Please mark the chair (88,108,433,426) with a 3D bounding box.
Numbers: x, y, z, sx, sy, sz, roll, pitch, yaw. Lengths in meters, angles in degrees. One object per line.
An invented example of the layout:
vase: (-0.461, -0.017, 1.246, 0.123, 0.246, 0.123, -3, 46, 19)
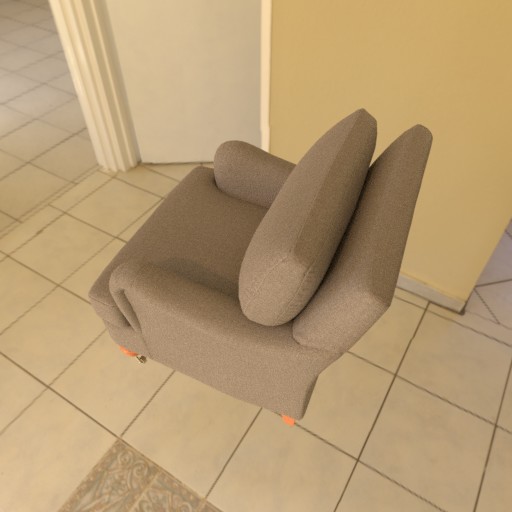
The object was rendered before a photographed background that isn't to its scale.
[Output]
chair: (0.000, 0.000, 1.827, 1.070, 1.038, 0.955, 17, 49, 15)
